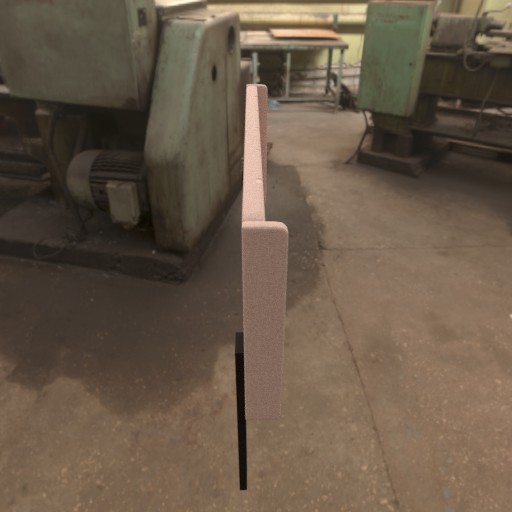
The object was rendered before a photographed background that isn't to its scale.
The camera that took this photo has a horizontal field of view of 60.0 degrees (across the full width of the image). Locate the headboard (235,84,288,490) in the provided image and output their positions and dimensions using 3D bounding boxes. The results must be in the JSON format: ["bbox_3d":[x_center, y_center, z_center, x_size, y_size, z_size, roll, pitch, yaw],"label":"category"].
[{"bbox_3d":[0.000,0.000,2.629,0.184,1.524,2.051,0,33,-1],"label":"headboard"}]
